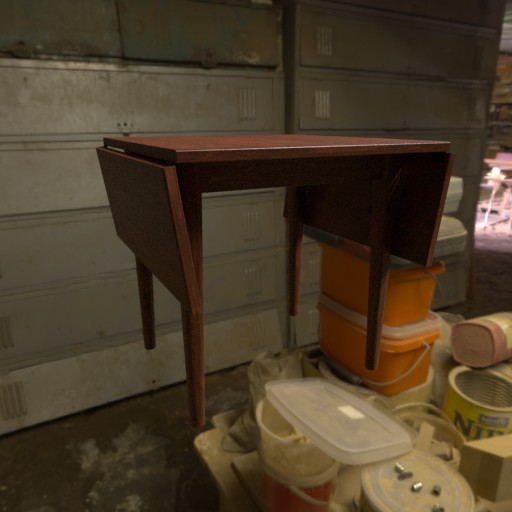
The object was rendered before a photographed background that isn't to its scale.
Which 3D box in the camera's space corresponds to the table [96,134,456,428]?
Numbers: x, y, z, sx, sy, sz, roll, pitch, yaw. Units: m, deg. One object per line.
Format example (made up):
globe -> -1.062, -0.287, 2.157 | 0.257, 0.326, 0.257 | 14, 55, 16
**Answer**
table -> 0.000, 0.000, 1.497 | 0.843, 0.763, 0.812 | -9, 19, -27
